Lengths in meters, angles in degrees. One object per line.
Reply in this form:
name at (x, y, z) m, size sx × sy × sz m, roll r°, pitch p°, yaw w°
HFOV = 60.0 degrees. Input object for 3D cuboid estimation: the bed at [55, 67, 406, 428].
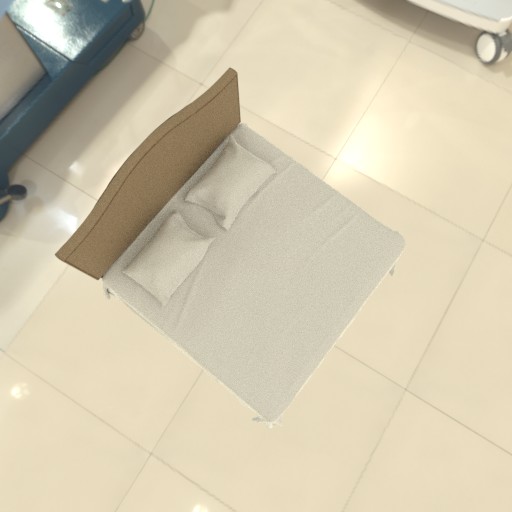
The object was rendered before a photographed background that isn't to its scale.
bed at (0.000, 0.000, 3.796) m, size 2.222 × 1.651 × 2.311 m, roll 38°, pitch 79°, yaw 8°
